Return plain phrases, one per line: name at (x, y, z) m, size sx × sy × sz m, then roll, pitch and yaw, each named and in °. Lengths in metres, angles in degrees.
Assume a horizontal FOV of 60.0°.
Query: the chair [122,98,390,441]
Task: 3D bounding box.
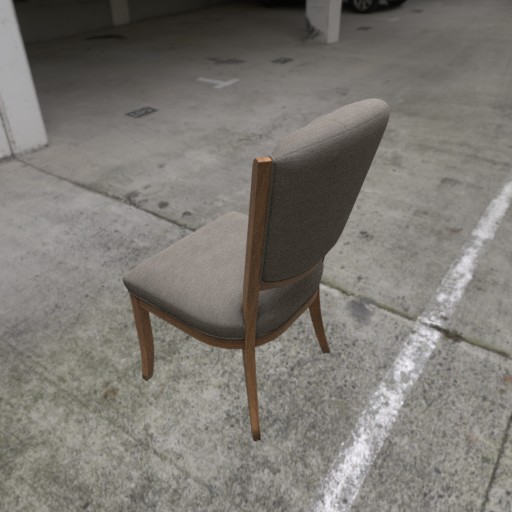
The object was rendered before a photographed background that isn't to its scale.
chair at (0.000, 0.000, 1.259) m, size 0.584 × 0.905 × 0.513 m, roll 21°, pitch 38°, yaw 30°
